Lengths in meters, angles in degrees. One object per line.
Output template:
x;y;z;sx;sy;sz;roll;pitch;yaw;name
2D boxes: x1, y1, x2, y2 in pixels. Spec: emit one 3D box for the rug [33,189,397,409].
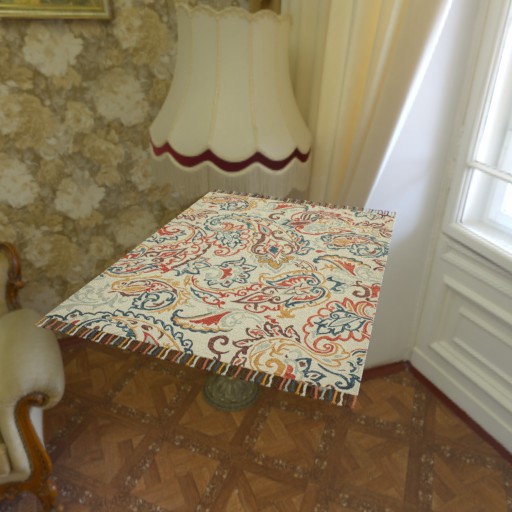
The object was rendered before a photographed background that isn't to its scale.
0.000;0.000;4.377;2.439;0.015;3.274;10;29;17;rug
